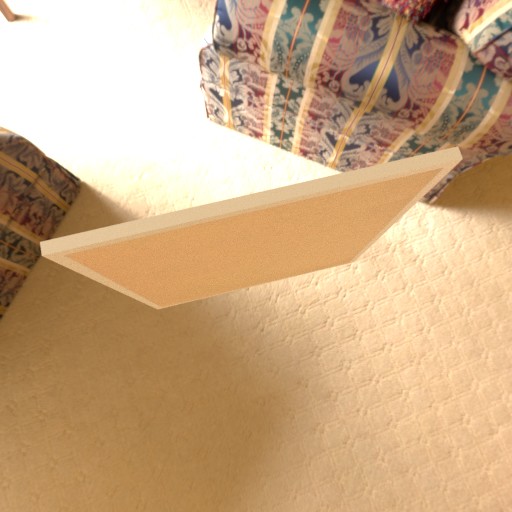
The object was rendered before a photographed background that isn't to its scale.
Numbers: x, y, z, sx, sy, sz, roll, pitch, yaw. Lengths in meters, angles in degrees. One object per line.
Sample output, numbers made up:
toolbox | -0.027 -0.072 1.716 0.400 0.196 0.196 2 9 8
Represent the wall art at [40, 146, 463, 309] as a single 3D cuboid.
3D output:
wall art | 0.000 0.000 0.614 0.382 0.456 0.013 -13 78 -3
